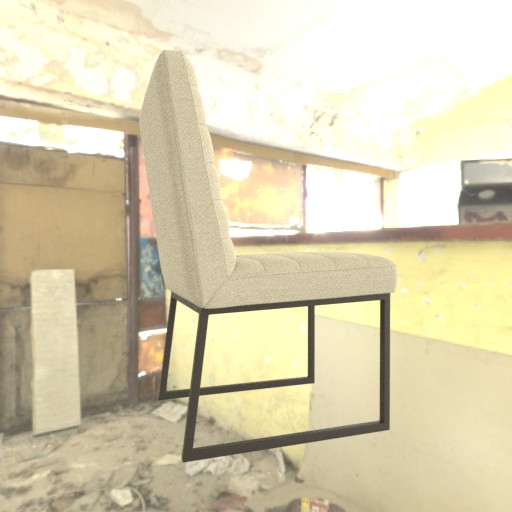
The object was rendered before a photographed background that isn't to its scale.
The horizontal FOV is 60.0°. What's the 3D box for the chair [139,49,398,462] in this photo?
[{"bbox_3d":[0.000,0.000,1.301,0.634,0.930,0.520,0,1,-19],"label":"chair"}]
